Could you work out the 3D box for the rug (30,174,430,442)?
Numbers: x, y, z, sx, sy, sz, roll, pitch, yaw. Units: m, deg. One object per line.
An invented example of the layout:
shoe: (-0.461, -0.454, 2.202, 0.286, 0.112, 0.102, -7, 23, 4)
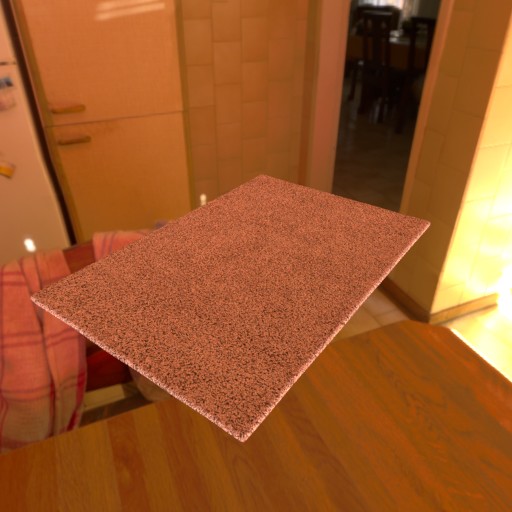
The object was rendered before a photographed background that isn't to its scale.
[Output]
rug: (0.000, 0.000, 2.286, 1.219, 0.030, 1.778, 22, 38, 30)
